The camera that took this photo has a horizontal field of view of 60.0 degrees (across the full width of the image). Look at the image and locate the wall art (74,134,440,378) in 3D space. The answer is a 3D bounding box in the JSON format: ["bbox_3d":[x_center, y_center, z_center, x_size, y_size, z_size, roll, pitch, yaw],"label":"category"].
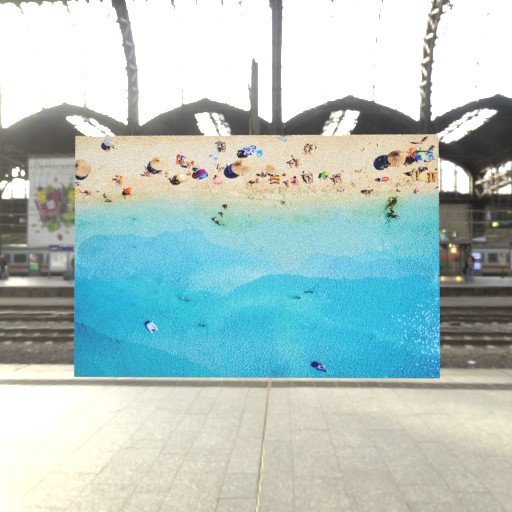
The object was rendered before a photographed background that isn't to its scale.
[{"bbox_3d":[0.000,0.000,1.113,0.894,0.595,0.057,0,-1,1],"label":"wall art"}]
